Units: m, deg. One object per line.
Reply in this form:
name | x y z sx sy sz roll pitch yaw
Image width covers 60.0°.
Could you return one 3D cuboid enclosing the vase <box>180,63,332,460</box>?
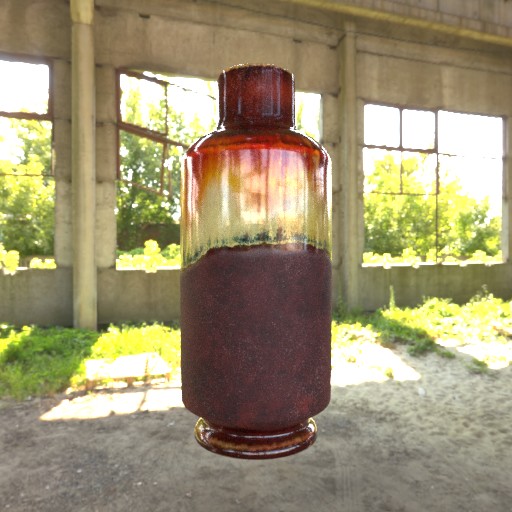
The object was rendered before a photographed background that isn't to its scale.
vase | 0.000 0.000 0.328 0.111 0.261 0.111 0 0 0
